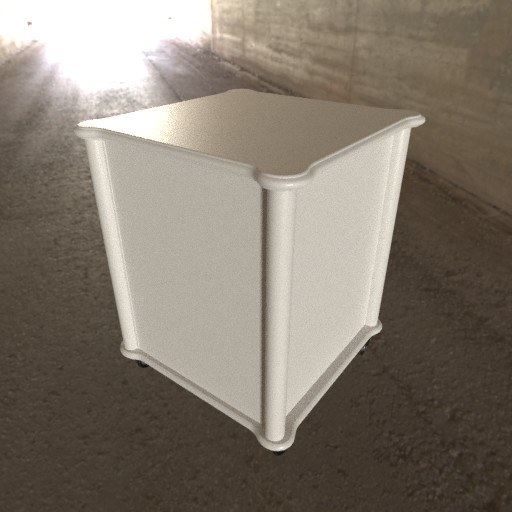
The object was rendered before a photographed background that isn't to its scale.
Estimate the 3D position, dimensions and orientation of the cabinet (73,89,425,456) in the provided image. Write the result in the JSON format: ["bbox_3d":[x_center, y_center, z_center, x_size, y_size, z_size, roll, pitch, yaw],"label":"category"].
[{"bbox_3d":[0.000,0.000,1.247,0.628,0.761,0.627,21,36,32],"label":"cabinet"}]
